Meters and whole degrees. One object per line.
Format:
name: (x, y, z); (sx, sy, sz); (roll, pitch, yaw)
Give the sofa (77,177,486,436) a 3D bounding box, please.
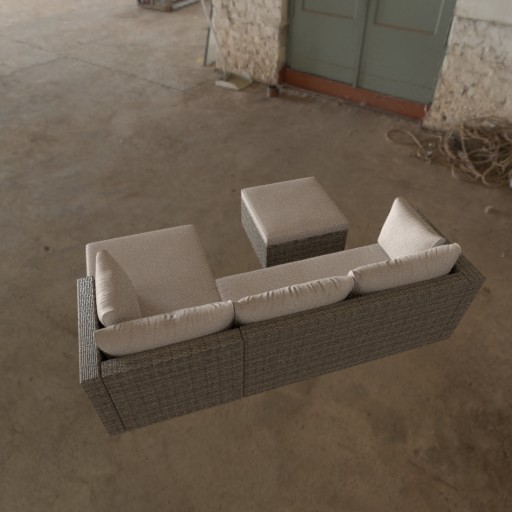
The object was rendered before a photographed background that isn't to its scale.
sofa: (0.000, 0.000, 2.985); (2.192, 0.766, 1.662); (-12, 44, -13)
